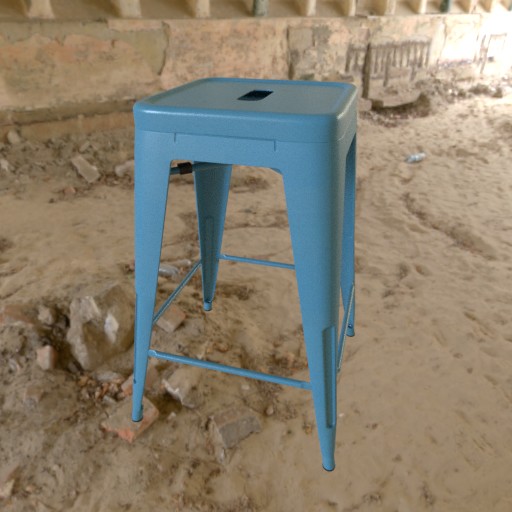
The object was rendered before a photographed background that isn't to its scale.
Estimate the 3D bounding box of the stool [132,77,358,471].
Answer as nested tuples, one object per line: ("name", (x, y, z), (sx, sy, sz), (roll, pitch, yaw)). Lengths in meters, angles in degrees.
("stool", (0.000, 0.000, 0.864), (0.410, 0.608, 0.410), (8, 30, 14))
